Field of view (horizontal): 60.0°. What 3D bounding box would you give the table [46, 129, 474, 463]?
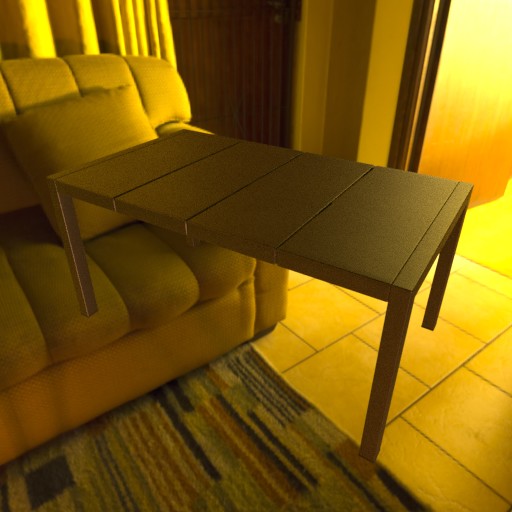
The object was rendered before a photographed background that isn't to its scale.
[{"bbox_3d":[0.000,0.000,1.269,0.965,0.460,0.559,18,36,27],"label":"table"}]
